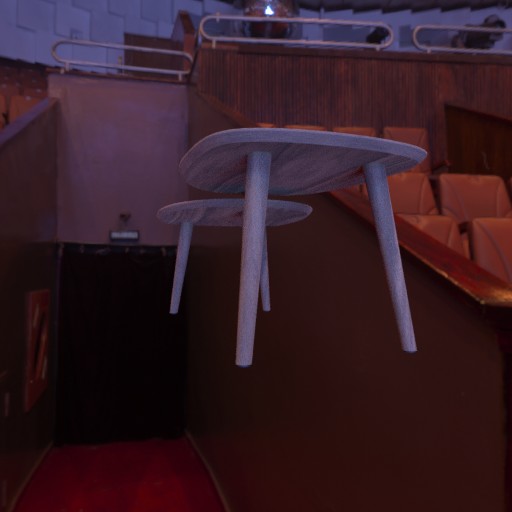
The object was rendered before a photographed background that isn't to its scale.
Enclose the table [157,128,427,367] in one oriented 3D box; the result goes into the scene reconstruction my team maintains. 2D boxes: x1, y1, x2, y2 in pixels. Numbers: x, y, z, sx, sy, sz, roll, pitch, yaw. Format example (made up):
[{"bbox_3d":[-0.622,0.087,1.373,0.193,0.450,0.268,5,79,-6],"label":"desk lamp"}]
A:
[{"bbox_3d":[0.000,0.000,1.330,0.527,0.429,1.084,0,-1,-18],"label":"table"}]
